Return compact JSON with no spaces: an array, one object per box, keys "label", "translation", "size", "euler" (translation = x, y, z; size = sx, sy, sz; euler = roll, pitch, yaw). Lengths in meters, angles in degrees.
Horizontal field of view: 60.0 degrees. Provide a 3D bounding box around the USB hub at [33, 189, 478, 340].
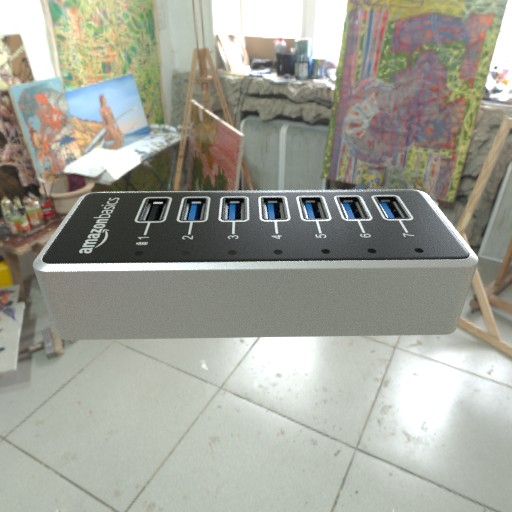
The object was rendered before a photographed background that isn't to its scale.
[{"label":"USB hub","translation":[0.000,0.000,0.130],"size":[0.110,0.023,0.044],"euler":[-1,33,-1]}]
